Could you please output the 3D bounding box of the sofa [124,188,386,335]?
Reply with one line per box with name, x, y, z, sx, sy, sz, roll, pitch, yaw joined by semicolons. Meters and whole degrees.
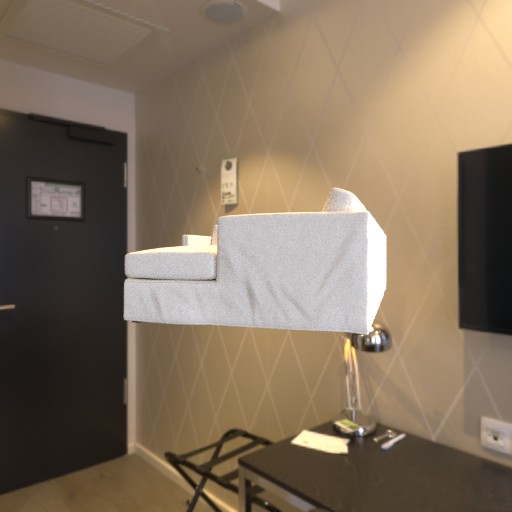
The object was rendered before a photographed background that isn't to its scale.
sofa;0.000;0.000;4.455;2.427;0.882;3.460;0;0;18
